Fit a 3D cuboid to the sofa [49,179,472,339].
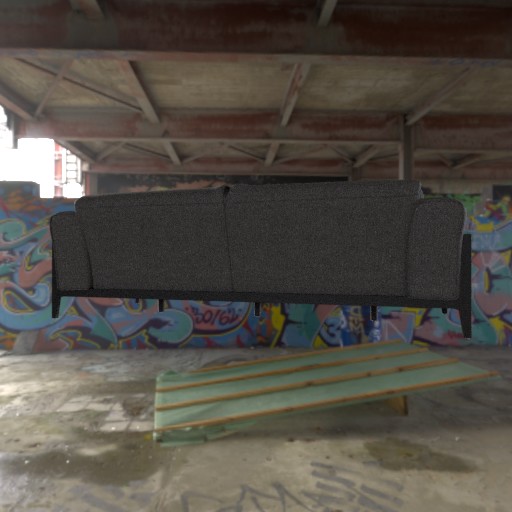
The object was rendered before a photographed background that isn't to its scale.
[{"bbox_3d":[0.000,0.000,2.542,2.125,0.703,0.985,0,0,17],"label":"sofa"}]
